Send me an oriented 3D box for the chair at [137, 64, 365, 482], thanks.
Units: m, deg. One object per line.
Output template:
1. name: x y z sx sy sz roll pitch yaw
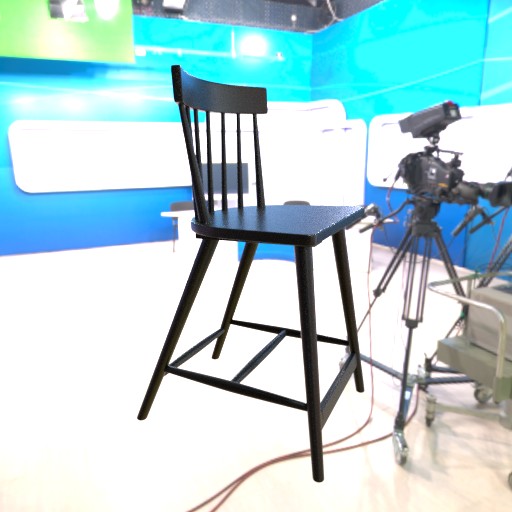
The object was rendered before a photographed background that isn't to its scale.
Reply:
1. chair: 0.000 0.000 1.253 0.572 0.952 0.483 7 16 25
